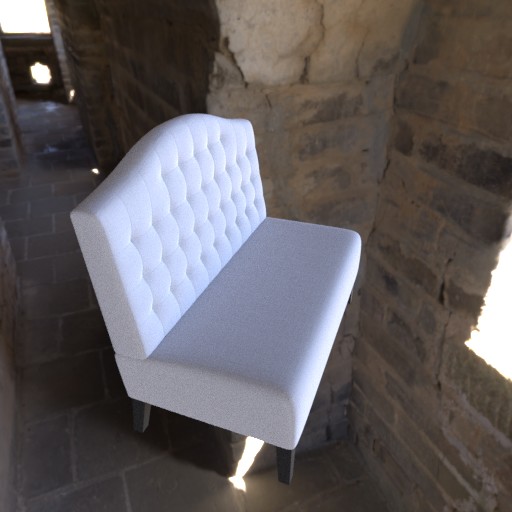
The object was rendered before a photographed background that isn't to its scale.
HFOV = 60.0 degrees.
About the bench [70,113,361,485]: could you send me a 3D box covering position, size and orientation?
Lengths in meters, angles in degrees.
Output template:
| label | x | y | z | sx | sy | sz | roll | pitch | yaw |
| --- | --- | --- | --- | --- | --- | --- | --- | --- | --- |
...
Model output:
| label | x | y | z | sx | sy | sz | roll | pitch | yaw |
| --- | --- | --- | --- | --- | --- | --- | --- | --- | --- |
| bench | 0.000 | 0.000 | 2.050 | 0.815 | 1.180 | 1.335 | 11 | 32 | 18 |
